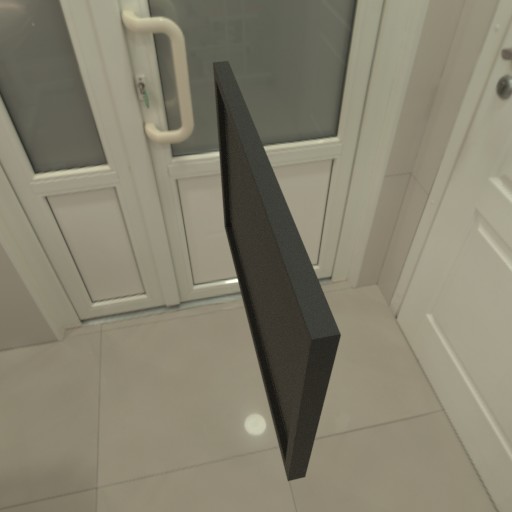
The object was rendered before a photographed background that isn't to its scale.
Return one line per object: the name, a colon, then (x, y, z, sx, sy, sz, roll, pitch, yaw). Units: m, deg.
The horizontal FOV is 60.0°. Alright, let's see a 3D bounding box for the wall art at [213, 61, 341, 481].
wall art: (0.000, 0.000, 0.556, 0.021, 0.301, 0.443, -9, 47, -8)
